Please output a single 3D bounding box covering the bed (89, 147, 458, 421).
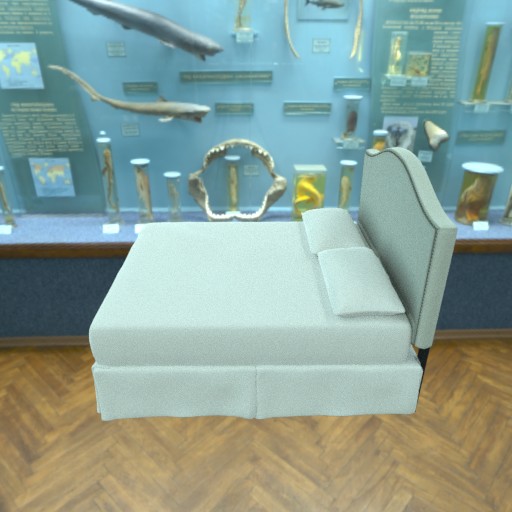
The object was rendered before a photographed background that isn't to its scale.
[{"bbox_3d":[0.000,0.000,3.397,2.180,1.607,1.813,0,27,0],"label":"bed"}]
